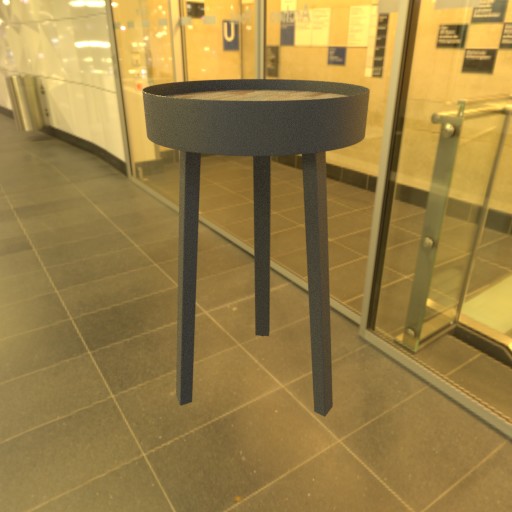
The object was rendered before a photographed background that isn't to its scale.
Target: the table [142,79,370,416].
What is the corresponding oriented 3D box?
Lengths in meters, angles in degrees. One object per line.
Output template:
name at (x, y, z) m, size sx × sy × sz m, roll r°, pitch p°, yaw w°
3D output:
table at (0.000, 0.000, 0.962) m, size 0.406 × 0.686 × 0.406 m, roll 18°, pitch 31°, yaw 32°
